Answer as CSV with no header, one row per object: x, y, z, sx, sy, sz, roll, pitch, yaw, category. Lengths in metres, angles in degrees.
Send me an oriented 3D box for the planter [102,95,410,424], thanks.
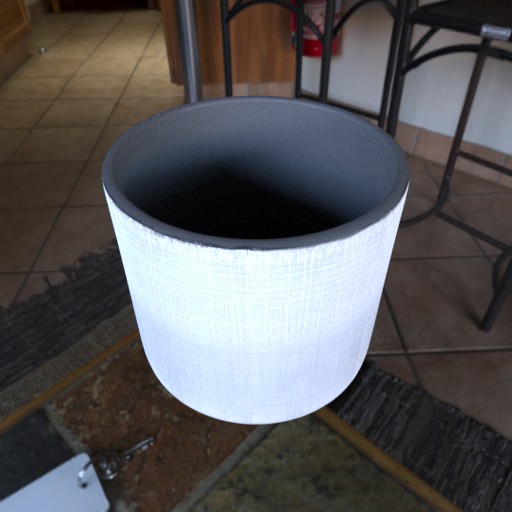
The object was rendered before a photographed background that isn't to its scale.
0.000,0.000,0.386,0.221,0.201,0.221,0,41,0,planter
